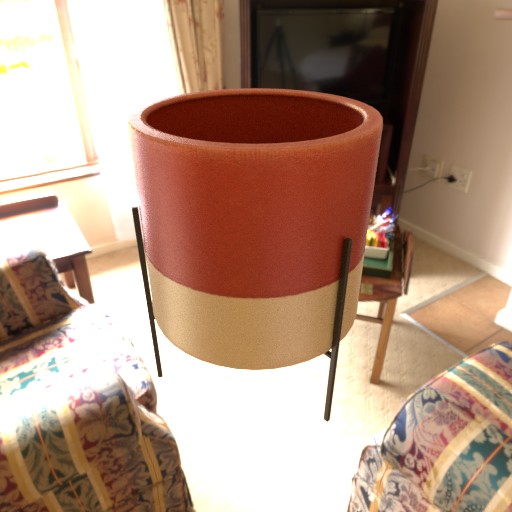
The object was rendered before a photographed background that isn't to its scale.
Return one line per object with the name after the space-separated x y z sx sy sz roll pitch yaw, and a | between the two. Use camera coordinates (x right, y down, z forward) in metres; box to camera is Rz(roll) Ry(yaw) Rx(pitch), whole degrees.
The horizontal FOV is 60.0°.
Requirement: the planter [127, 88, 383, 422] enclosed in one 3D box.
0.000 0.000 0.728 0.345 0.465 0.354 10 32 16 | planter
